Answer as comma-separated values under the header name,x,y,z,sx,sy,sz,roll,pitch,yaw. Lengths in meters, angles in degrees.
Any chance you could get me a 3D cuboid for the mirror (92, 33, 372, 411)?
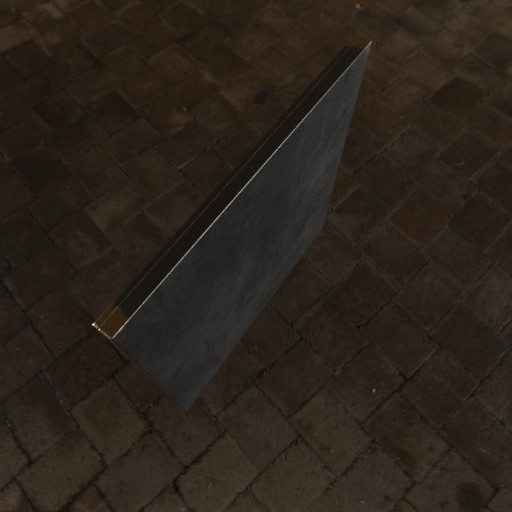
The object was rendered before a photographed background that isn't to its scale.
name,x,y,z,sx,sy,sz,roll,pitch,yaw
mirror,0.000,0.000,0.554,0.020,0.381,0.382,32,68,15
